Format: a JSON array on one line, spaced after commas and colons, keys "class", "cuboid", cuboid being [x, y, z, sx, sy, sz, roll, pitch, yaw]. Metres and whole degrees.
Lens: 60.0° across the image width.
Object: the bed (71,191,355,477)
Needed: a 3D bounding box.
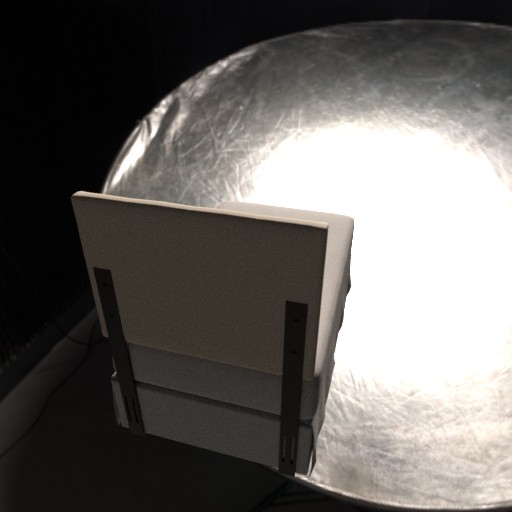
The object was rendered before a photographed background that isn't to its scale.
[{"class": "bed", "cuboid": [0.000, 0.000, 3.012, 1.261, 1.571, 1.997, 9, 32, 14]}]
